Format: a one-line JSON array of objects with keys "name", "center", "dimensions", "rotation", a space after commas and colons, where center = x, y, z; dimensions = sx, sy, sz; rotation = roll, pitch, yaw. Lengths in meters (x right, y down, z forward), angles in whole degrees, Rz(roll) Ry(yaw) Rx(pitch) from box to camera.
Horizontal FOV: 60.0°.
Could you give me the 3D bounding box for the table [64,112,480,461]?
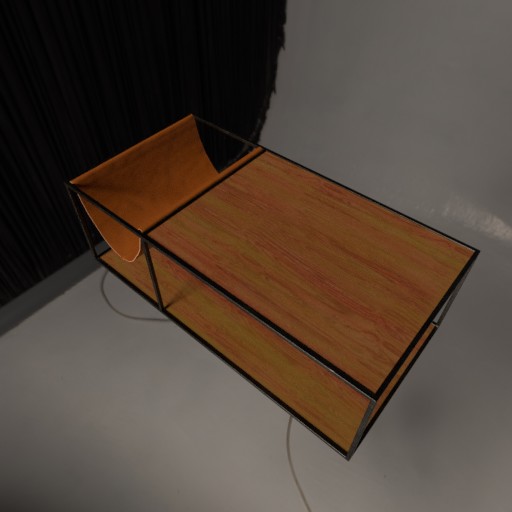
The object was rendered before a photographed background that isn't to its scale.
[{"name": "table", "center": [0.000, 0.000, 1.535], "dimensions": [1.199, 0.403, 0.597], "rotation": [32, 55, 26]}]
